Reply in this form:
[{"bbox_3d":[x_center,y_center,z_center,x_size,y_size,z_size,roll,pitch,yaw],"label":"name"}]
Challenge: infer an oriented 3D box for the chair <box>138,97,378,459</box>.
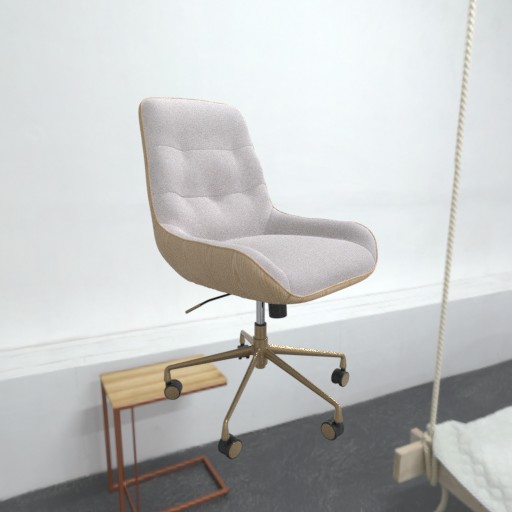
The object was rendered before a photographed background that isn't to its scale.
[{"bbox_3d":[0.000,0.000,1.355,0.668,0.952,0.564,13,19,43],"label":"chair"}]
